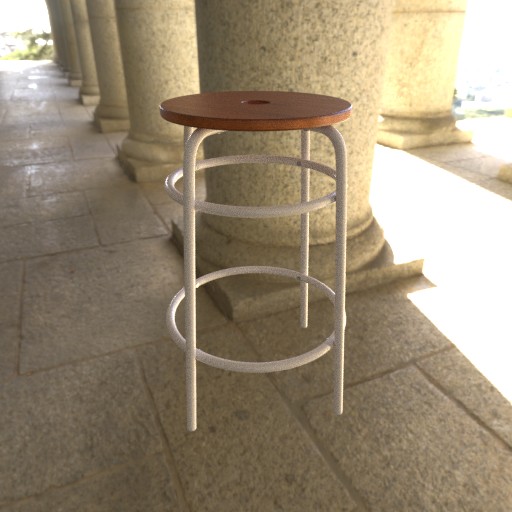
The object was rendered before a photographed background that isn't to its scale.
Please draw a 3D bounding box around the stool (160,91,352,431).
[{"bbox_3d":[0.000,0.000,0.921,0.455,0.610,0.455,19,33,32],"label":"stool"}]
